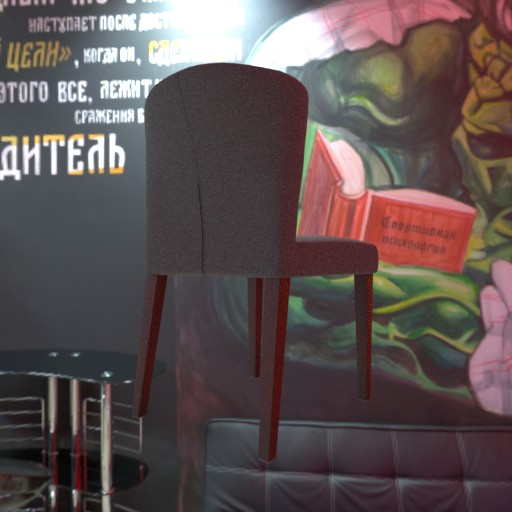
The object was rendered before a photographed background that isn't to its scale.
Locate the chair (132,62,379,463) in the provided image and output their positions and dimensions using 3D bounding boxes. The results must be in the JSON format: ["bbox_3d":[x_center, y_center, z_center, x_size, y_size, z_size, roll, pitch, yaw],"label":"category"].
[{"bbox_3d":[0.000,0.000,1.224,0.491,0.839,0.592,0,-1,37],"label":"chair"}]
